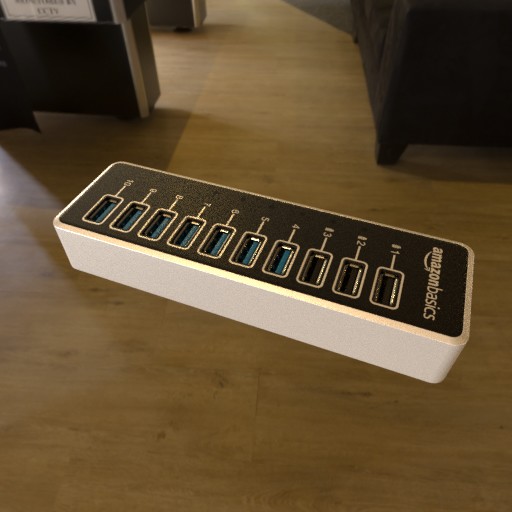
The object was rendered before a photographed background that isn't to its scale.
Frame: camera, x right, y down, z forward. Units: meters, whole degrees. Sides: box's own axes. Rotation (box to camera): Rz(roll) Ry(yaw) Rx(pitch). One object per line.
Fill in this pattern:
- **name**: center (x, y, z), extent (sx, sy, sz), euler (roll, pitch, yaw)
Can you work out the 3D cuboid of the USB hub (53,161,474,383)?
- **USB hub**: center (0.000, 0.000, 0.164), extent (0.145, 0.023, 0.044), euler (16, 48, 14)
